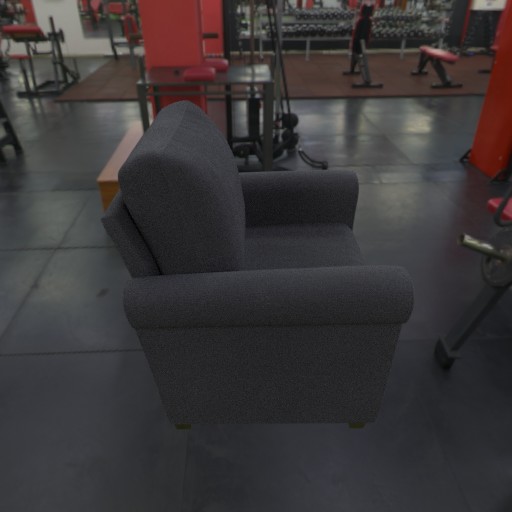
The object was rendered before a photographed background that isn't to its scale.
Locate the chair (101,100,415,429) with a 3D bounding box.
[{"bbox_3d":[0.000,0.000,1.572,0.828,0.942,0.867,0,32,0],"label":"chair"}]
